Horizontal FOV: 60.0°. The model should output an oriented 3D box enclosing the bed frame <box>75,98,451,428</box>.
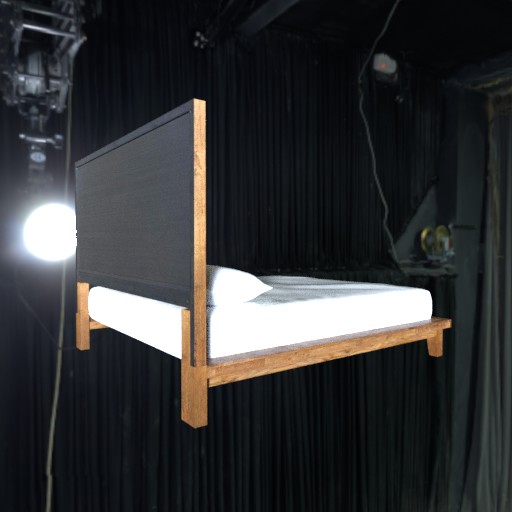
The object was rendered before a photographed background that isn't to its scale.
[{"bbox_3d":[0.000,0.000,3.546,2.235,1.537,2.038,-1,2,-37],"label":"bed frame"}]
